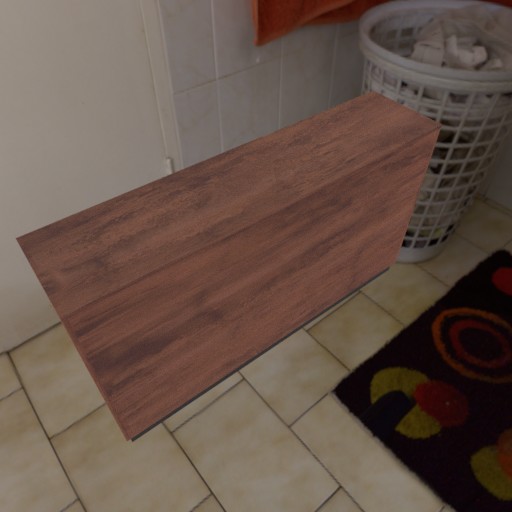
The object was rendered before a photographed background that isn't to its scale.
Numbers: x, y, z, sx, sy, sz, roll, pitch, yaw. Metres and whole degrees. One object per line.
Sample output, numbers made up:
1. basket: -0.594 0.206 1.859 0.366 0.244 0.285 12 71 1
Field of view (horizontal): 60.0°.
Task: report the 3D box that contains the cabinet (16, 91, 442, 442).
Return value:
1. cabinet: 0.000 0.000 1.927 1.600 0.900 0.420 -29 53 -25
